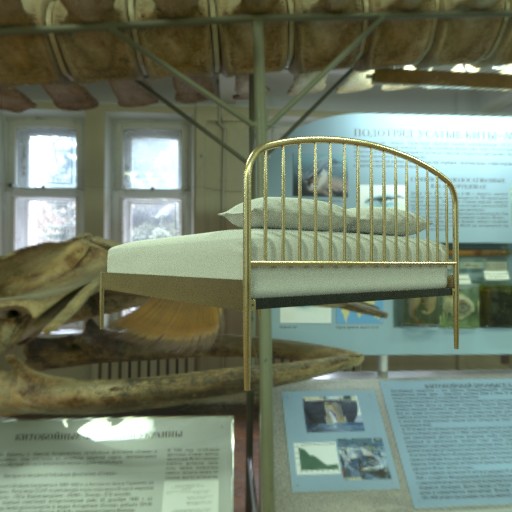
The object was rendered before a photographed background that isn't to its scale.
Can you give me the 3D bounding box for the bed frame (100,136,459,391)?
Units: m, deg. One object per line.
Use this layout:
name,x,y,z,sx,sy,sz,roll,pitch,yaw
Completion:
bed frame,0.000,0.000,3.194,1.612,1.175,2.152,1,-1,-35
